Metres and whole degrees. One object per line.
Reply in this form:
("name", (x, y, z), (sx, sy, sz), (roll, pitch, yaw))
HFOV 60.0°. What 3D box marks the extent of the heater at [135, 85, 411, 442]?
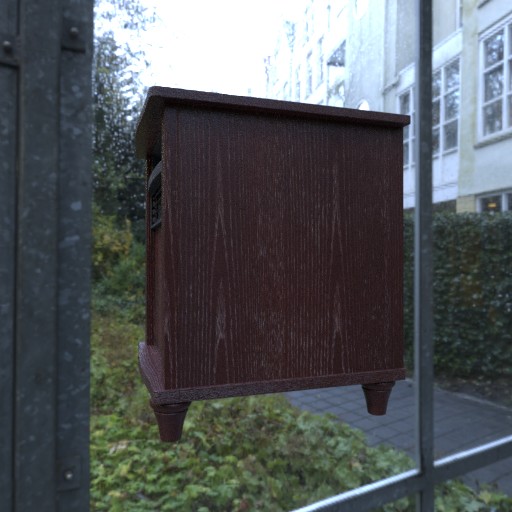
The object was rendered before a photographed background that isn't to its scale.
("heater", (0.000, 0.000, 0.763), (0.400, 0.481, 0.362), (0, 0, -18))
